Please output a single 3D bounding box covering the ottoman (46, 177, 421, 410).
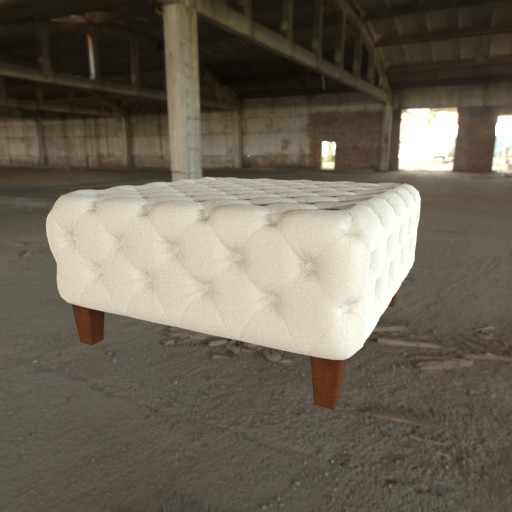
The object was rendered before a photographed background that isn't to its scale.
[{"bbox_3d":[0.000,0.000,1.206,0.755,0.376,0.753,7,15,26],"label":"ottoman"}]
